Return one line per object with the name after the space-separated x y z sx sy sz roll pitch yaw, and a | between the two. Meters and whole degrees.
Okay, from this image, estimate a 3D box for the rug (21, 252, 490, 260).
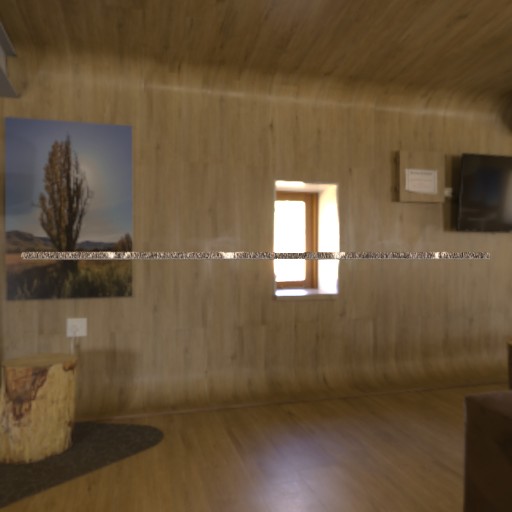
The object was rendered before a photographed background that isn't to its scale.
0.000 0.000 2.276 1.778 0.030 1.219 0 0 0 | rug
